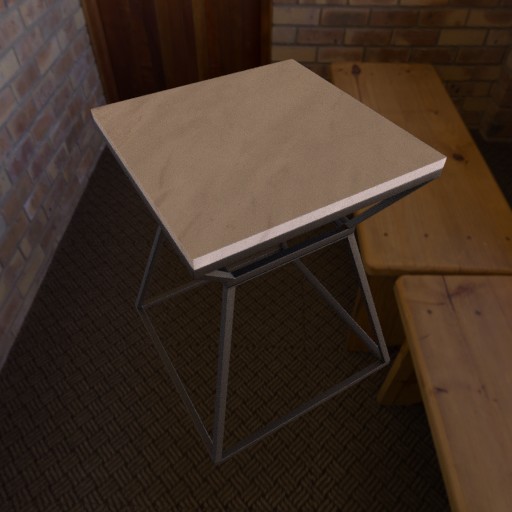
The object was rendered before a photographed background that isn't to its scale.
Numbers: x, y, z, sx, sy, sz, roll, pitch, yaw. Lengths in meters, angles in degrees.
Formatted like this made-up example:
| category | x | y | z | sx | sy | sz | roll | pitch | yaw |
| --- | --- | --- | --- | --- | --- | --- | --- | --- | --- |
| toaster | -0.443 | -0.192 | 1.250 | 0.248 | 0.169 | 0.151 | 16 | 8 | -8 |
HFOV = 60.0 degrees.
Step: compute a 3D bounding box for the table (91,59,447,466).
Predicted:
| category | x | y | z | sx | sy | sz | roll | pitch | yaw |
| --- | --- | --- | --- | --- | --- | --- | --- | --- | --- |
| table | 0.000 | 0.000 | 0.892 | 0.455 | 0.559 | 0.455 | -23 | 50 | -21 |
